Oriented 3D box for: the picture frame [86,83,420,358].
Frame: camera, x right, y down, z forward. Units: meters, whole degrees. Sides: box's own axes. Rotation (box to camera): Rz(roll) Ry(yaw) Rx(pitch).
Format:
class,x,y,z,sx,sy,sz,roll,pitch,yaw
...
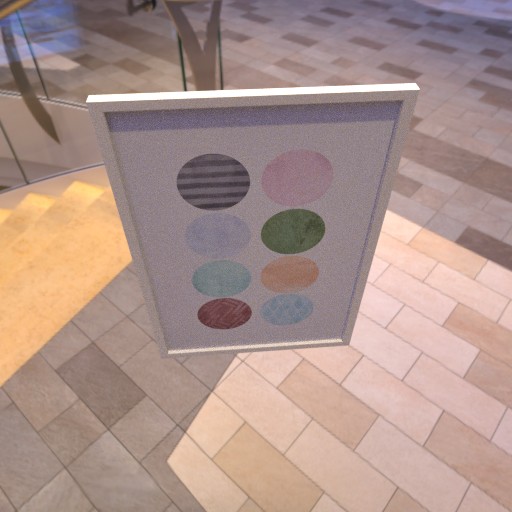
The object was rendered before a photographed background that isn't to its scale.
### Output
class,x,y,z,sx,sy,sz,roll,pitch,yaw
picture frame,0.000,0.000,0.564,0.305,0.434,0.013,-3,46,-3
